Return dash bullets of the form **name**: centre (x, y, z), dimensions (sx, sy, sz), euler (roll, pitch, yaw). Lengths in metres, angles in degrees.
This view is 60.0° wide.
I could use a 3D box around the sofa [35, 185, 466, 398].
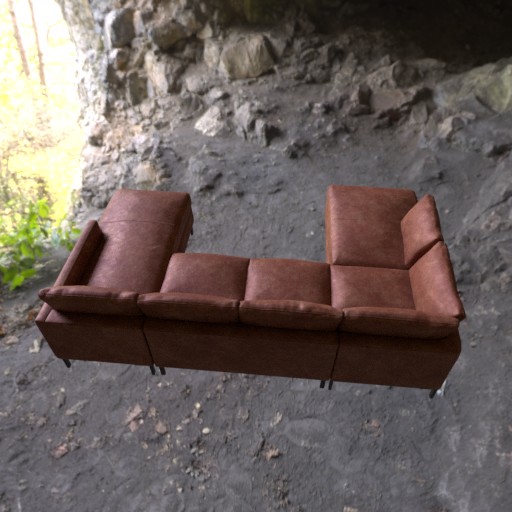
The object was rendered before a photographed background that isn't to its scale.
- **sofa**: centre (0.000, 0.000, 3.797), dimensions (2.956, 0.900, 1.939), euler (4, 46, 4)
